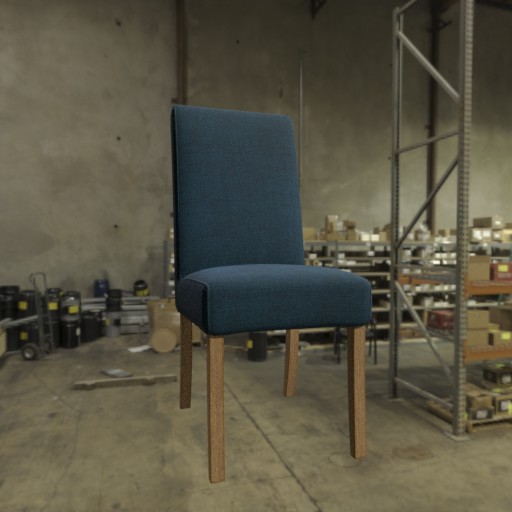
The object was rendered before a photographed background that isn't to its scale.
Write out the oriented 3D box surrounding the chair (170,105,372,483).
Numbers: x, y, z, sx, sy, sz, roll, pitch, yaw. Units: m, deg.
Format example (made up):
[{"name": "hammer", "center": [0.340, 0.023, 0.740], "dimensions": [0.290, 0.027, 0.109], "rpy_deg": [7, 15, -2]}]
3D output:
[{"name": "chair", "center": [0.000, 0.000, 1.355], "dimensions": [0.450, 1.029, 0.610], "rpy_deg": [-1, 2, -18]}]
